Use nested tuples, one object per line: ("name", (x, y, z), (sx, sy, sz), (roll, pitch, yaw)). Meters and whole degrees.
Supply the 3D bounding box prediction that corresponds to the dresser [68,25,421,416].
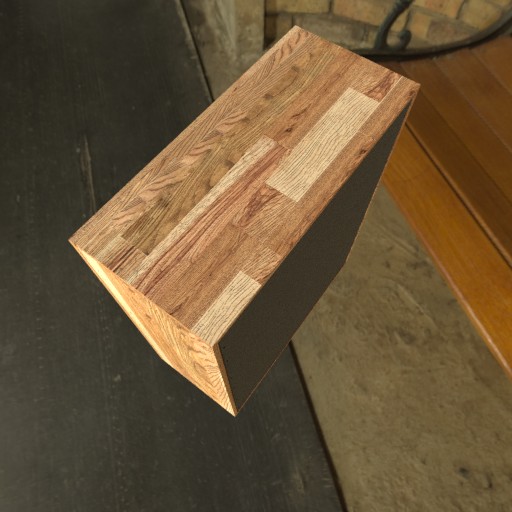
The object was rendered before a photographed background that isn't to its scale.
("dresser", (0.000, 0.000, 1.733), (0.480, 1.243, 0.966), (33, 68, 16))
